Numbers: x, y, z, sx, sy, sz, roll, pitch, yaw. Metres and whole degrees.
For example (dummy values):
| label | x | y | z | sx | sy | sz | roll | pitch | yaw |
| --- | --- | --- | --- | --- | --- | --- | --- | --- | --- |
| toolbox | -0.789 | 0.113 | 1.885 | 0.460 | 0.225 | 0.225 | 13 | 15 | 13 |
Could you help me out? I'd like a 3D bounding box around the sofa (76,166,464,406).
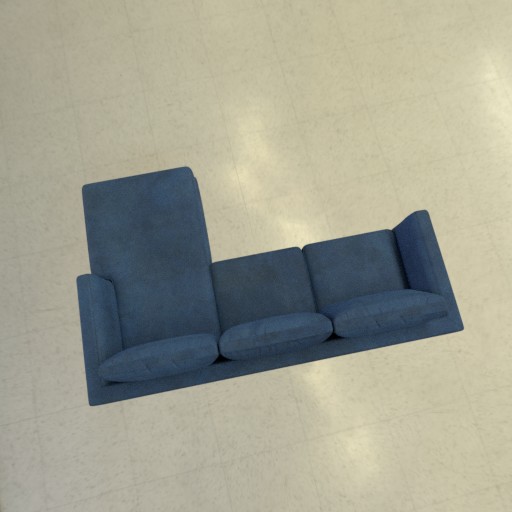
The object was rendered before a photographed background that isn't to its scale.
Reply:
| label | x | y | z | sx | sy | sz | roll | pitch | yaw |
| --- | --- | --- | --- | --- | --- | --- | --- | --- | --- |
| sofa | 0.000 | 0.000 | 3.238 | 2.438 | 0.987 | 1.622 | -11 | 76 | -3 |
